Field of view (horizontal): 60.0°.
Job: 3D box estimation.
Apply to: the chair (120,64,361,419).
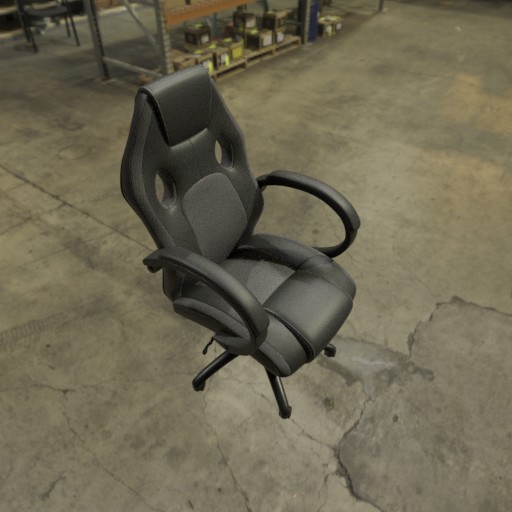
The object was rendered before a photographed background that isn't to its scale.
[{"bbox_3d":[0.000,0.000,1.633,0.724,1.187,0.673,26,47,26],"label":"chair"}]
